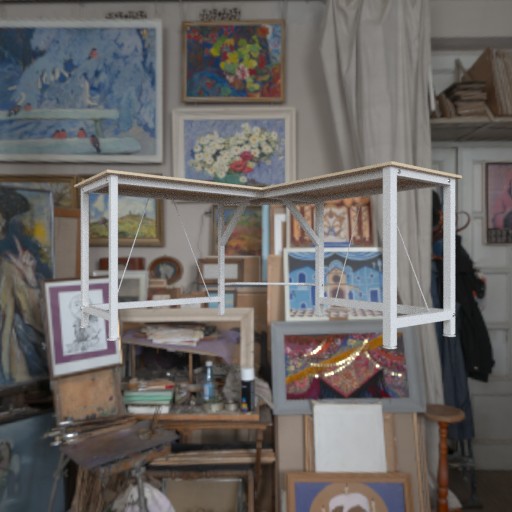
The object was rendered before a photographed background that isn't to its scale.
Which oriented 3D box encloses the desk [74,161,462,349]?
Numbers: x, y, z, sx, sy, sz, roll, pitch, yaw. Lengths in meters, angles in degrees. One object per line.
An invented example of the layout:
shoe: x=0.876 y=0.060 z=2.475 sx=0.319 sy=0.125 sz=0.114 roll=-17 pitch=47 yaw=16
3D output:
desk: x=0.000 y=0.000 z=2.248 sx=1.400 sy=0.762 sz=1.400 roll=0 pitch=0 yaw=-37
